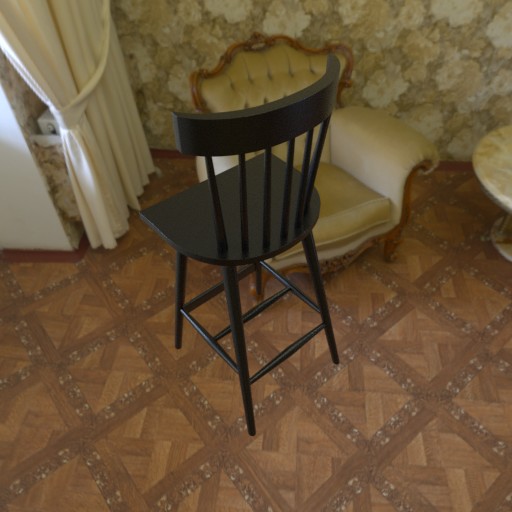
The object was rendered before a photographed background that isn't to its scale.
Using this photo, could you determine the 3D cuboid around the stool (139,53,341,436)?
[{"bbox_3d":[0.000,0.000,1.345,0.482,1.092,0.483,-31,53,-27],"label":"stool"}]
